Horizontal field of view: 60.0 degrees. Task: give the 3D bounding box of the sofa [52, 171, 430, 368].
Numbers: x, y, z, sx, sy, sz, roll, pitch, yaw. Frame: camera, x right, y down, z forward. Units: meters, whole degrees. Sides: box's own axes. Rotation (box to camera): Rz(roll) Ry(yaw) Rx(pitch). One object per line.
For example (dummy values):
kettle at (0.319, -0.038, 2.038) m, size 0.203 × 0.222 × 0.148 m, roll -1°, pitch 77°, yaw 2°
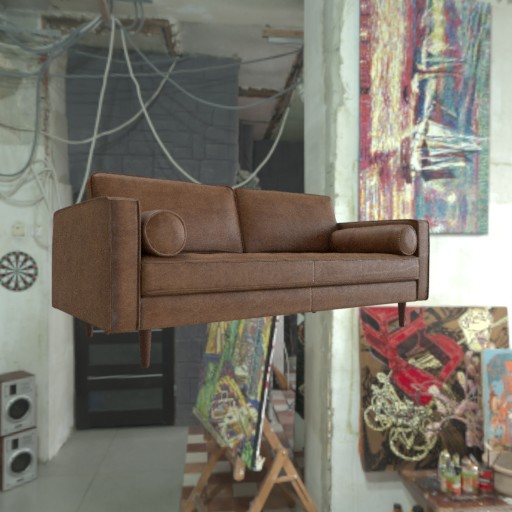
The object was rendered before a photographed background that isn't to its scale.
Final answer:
sofa at (0.000, 0.000, 2.420) m, size 1.920 × 0.825 × 0.924 m, roll 0°, pitch 0°, yaw -36°
